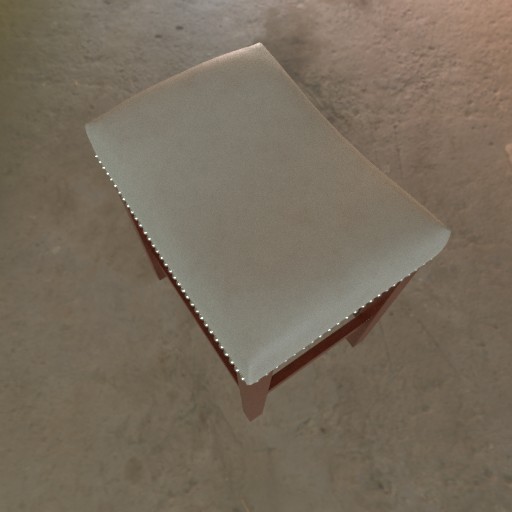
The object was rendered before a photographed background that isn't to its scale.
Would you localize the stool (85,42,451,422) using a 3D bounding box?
[{"bbox_3d":[0.000,0.000,0.950,0.375,0.632,0.509,-32,68,-15],"label":"stool"}]
